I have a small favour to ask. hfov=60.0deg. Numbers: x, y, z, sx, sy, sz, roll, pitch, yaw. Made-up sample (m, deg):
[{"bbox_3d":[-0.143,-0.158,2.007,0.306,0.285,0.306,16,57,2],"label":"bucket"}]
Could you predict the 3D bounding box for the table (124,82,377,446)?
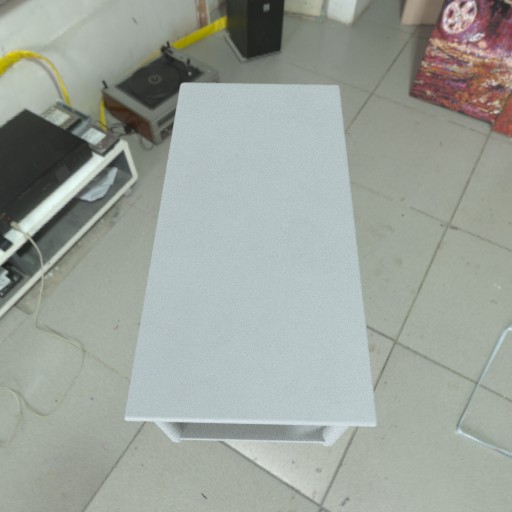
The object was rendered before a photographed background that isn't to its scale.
[{"bbox_3d":[0.000,0.000,1.500,0.580,0.487,1.171,1,58,1],"label":"table"}]
